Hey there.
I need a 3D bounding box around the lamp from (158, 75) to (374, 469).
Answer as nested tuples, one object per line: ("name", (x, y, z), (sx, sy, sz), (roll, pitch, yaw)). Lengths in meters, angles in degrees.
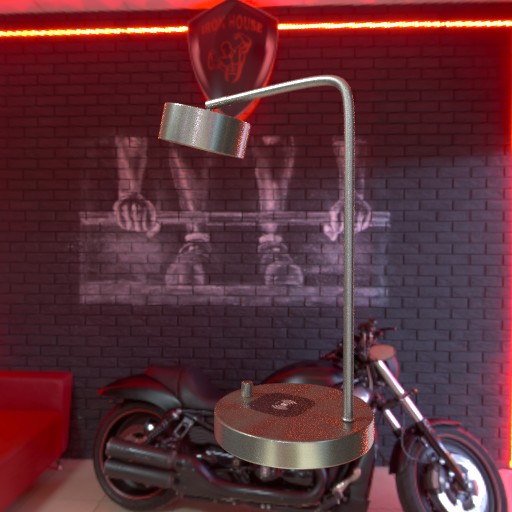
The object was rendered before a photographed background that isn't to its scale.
("lamp", (0.000, 0.000, 0.627), (0.334, 0.469, 0.211), (1, 2, 36))
